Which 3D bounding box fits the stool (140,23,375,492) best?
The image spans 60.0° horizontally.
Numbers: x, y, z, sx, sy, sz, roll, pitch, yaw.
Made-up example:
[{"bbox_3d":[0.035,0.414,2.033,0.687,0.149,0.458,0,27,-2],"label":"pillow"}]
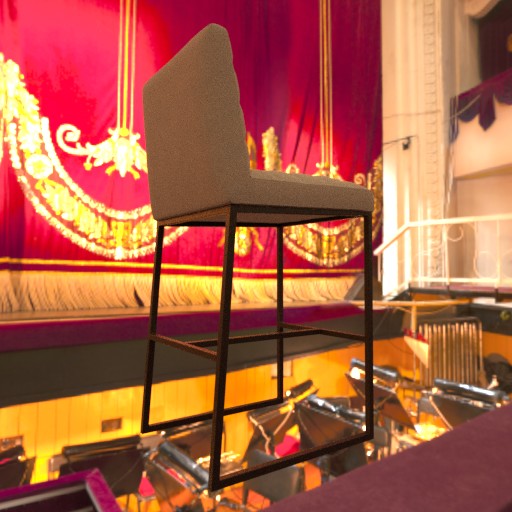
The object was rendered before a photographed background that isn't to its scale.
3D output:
[{"bbox_3d":[0.000,0.000,1.328,0.573,1.061,0.464,1,-2,-35],"label":"stool"}]
